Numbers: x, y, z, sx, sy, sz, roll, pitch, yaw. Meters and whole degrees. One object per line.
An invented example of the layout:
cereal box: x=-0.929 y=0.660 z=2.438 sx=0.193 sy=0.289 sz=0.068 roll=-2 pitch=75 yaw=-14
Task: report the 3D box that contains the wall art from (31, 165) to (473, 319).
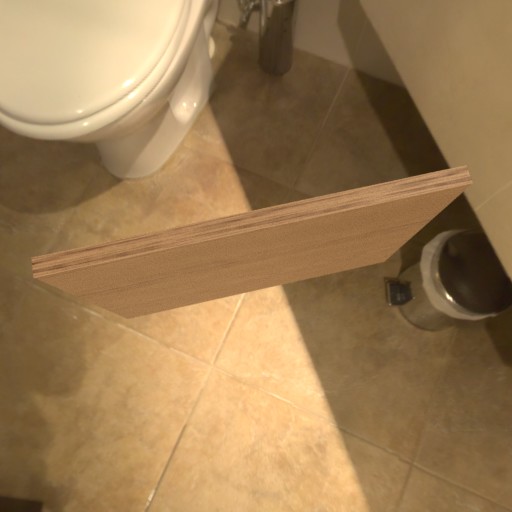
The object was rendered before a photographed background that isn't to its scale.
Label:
wall art: x=0.000 y=0.000 z=1.130 sx=0.841 sy=0.609 sz=0.063 roll=-12 pitch=75 yaw=-3
